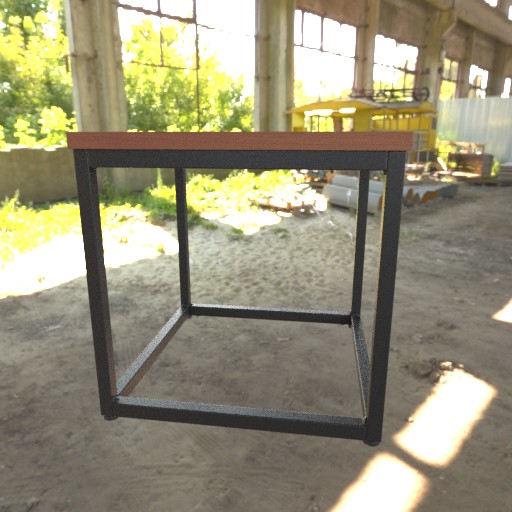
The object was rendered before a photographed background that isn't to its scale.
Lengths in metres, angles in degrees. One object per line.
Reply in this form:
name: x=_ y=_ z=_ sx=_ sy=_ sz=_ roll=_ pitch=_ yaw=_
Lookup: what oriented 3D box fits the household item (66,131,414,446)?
household item: x=0.000 y=0.000 z=0.744 sx=0.400 sy=0.400 sz=0.400 roll=2 pitch=16 yaw=8
